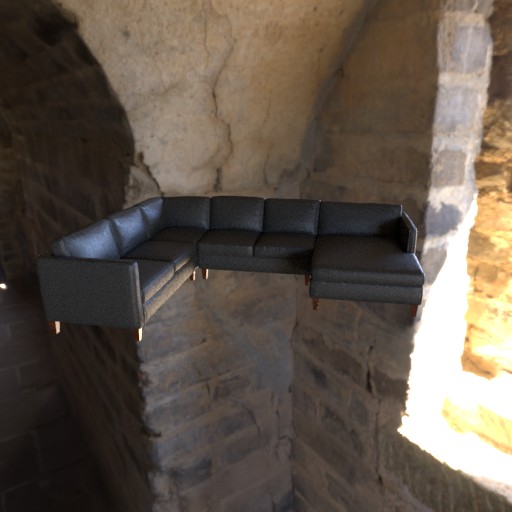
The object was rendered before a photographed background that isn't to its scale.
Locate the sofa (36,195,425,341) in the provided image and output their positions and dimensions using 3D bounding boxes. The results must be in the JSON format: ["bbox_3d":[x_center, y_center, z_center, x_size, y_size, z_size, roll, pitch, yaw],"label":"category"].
[{"bbox_3d":[0.000,0.000,4.812,3.460,0.923,2.593,3,18,10],"label":"sofa"}]
